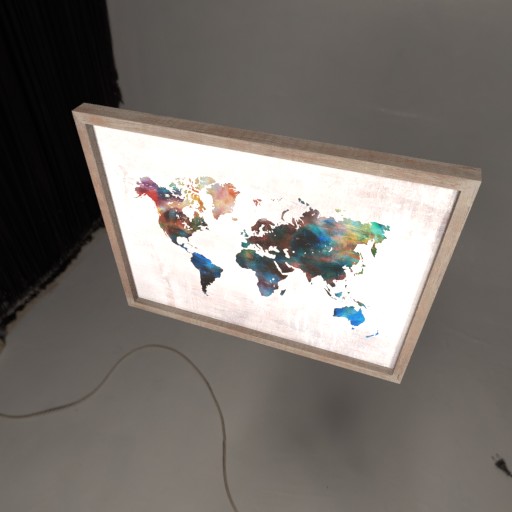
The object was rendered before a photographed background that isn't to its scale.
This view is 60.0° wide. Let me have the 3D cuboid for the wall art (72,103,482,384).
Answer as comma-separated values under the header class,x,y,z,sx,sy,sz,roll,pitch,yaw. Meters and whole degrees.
class,x,y,z,sx,sy,sz,roll,pitch,yaw
wall art,0.000,0.000,1.726,1.320,1.009,0.070,13,44,14
